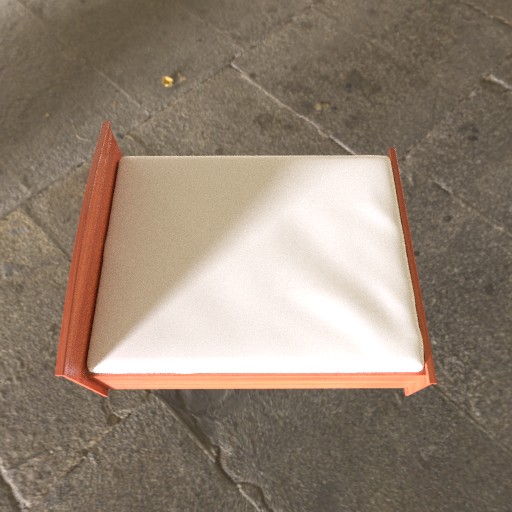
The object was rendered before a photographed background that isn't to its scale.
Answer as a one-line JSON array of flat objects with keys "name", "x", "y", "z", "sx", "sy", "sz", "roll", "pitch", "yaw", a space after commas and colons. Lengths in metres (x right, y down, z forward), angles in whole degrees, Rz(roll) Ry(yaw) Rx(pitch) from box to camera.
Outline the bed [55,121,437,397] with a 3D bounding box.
[{"name": "bed", "x": 0.000, "y": 0.000, "z": 2.944, "sx": 2.053, "sy": 0.848, "sz": 1.683, "roll": 0, "pitch": 64, "yaw": 0}]
